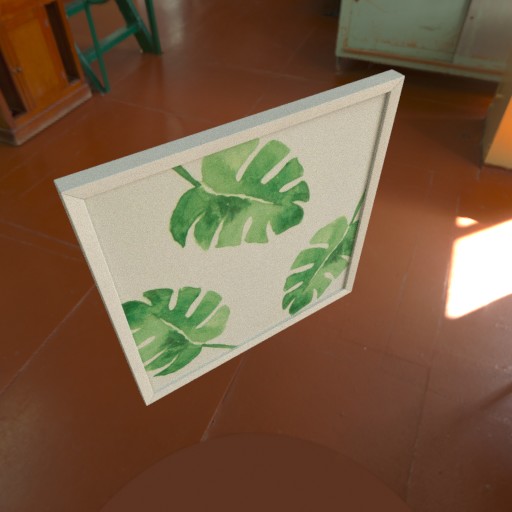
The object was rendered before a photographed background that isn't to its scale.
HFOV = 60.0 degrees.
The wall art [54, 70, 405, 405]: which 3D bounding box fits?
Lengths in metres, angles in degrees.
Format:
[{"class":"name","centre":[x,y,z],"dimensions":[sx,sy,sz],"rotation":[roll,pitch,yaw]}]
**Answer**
[{"class":"wall art","centre":[0.000,0.000,1.129],"dimensions":[0.762,0.762,0.040],"rotation":[-25,51,-22]}]
